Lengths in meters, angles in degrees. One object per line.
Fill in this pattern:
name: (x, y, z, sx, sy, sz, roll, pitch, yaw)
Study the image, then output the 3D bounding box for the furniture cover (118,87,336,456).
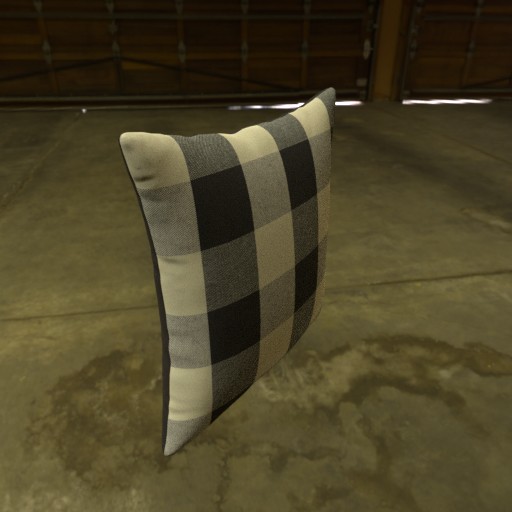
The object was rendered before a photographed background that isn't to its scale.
furniture cover: (0.000, 0.000, 0.776, 0.161, 0.509, 0.511, 18, 32, 31)
